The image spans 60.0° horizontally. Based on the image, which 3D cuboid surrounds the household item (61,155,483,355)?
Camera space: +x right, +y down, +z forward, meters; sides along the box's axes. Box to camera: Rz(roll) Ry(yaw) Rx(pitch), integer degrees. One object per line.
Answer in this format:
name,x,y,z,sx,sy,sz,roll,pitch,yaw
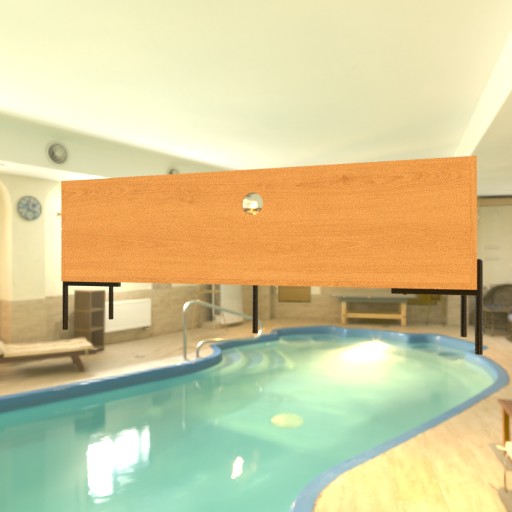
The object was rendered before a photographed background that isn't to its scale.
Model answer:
household item,0.000,0.000,1.738,1.550,0.600,0.400,0,0,17
